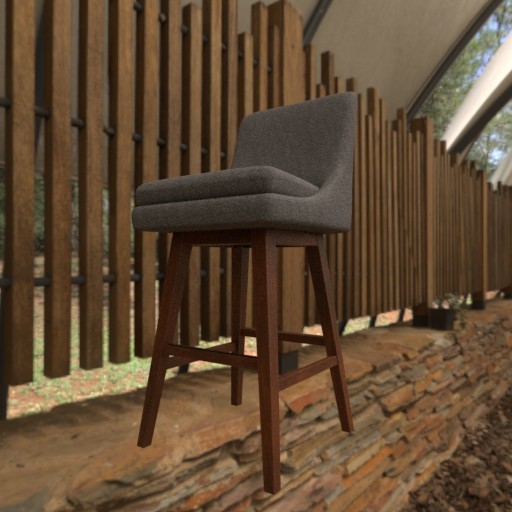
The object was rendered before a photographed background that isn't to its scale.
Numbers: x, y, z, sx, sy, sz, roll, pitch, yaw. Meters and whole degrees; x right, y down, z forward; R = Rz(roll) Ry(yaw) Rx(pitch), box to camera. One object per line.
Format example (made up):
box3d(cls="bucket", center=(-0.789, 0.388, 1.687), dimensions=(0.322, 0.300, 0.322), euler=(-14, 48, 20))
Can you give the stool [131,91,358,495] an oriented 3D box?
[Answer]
box3d(cls="stool", center=(0.000, 0.000, 1.337), dimensions=(0.489, 1.068, 0.572), euler=(0, -1, 35))
